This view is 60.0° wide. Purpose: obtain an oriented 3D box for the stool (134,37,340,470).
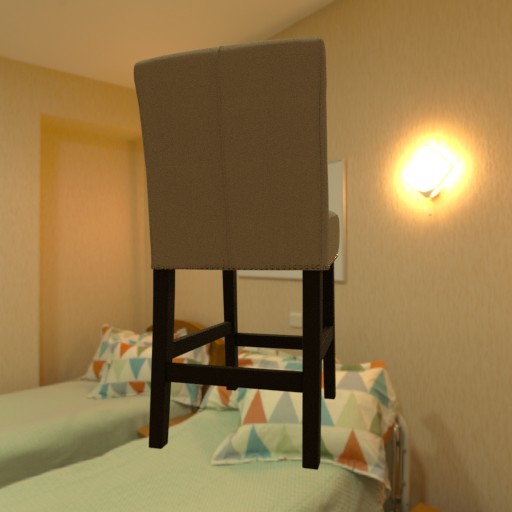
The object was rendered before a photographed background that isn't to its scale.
[{"bbox_3d":[0.000,0.000,1.179,0.427,0.885,0.571,0,0,16],"label":"stool"}]
